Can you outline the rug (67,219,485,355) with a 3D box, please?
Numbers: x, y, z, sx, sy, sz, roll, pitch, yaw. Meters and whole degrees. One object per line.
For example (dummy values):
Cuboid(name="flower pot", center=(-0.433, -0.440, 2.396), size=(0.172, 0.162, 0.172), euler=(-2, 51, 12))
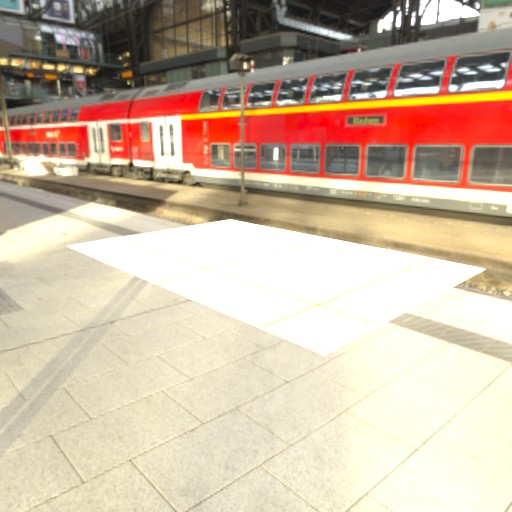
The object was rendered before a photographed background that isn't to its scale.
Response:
Cuboid(name="rug", center=(0.000, 0.000, 2.297), size=(1.232, 0.015, 1.825), euler=(-14, 20, -42))
